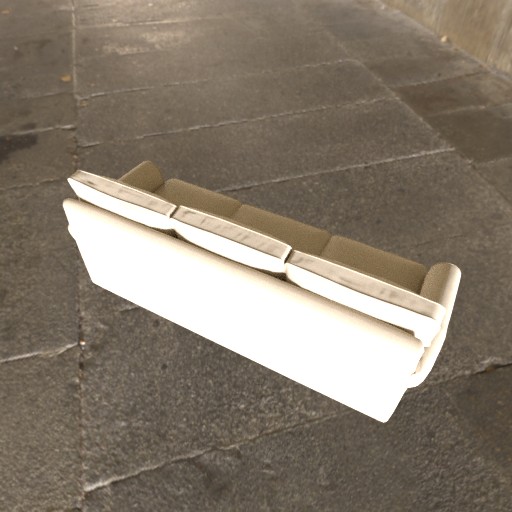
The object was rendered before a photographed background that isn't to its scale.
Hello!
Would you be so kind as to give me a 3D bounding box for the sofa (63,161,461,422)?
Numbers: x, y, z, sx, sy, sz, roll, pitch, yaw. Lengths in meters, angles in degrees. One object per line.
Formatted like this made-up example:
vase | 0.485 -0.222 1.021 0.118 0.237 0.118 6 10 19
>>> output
sofa | 0.000 0.000 2.818 2.354 0.948 0.966 21 49 20
